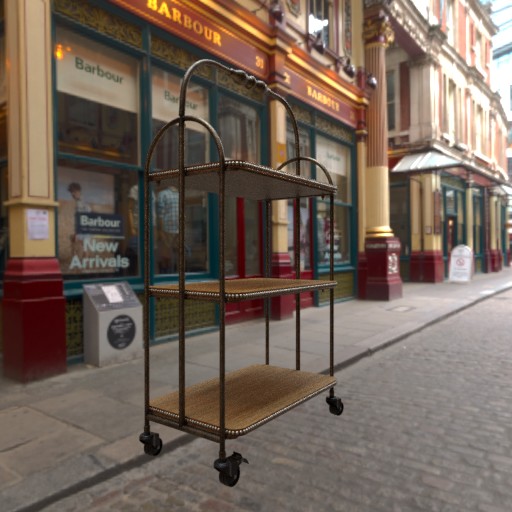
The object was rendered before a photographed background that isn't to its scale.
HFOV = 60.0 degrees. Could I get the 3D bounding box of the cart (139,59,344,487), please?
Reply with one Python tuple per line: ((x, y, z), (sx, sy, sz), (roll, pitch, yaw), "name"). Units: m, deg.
((0.000, 0.000, 1.321), (0.330, 1.052, 0.650), (0, 0, 36), "cart")
